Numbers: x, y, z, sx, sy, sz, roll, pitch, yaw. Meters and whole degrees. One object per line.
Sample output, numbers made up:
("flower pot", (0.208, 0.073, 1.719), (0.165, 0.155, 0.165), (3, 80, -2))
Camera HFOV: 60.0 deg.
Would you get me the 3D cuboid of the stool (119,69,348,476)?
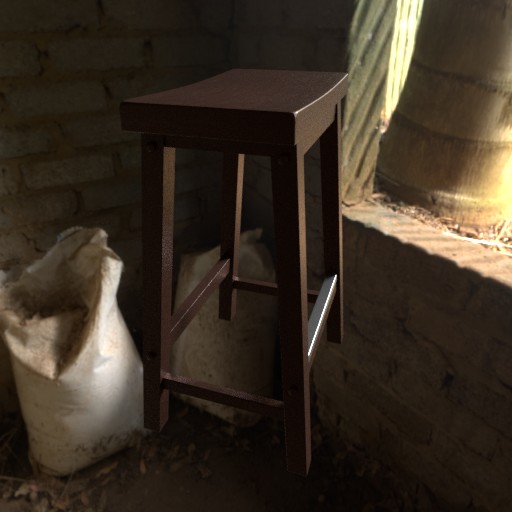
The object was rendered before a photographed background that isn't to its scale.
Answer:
("stool", (0.000, 0.000, 0.836), (0.322, 0.610, 0.406), (9, 30, 16))
